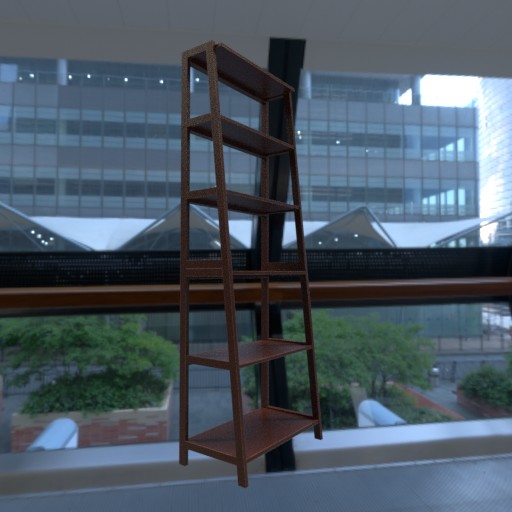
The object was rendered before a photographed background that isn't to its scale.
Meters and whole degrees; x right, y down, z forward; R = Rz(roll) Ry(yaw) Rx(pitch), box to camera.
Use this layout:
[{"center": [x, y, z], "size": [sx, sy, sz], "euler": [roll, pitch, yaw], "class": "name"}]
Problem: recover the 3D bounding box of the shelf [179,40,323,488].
[{"center": [0.000, 0.000, 2.188], "size": [0.381, 1.892, 0.660], "euler": [-2, -3, 36], "class": "shelf"}]
